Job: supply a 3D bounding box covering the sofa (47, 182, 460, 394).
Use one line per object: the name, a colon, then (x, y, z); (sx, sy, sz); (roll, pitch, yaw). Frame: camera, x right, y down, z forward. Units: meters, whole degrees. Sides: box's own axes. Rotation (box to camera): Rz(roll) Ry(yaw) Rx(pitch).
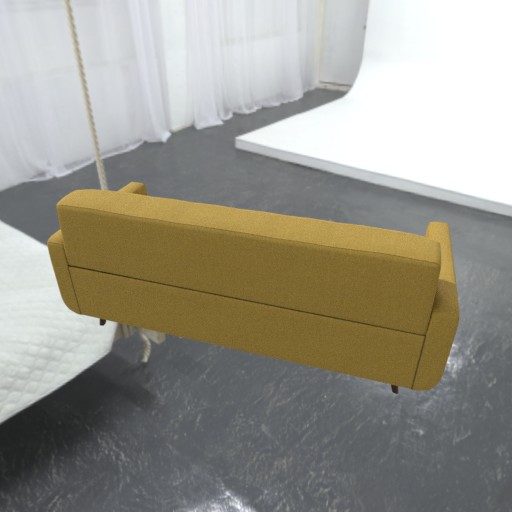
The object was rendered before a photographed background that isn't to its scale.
sofa: (0.000, 0.000, 2.499); (2.029, 0.841, 0.909); (9, 33, 15)
